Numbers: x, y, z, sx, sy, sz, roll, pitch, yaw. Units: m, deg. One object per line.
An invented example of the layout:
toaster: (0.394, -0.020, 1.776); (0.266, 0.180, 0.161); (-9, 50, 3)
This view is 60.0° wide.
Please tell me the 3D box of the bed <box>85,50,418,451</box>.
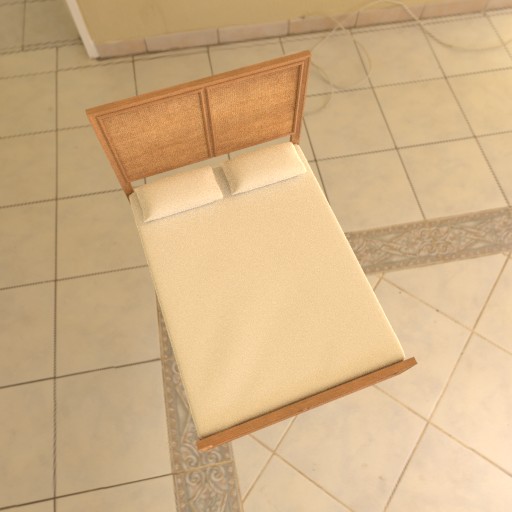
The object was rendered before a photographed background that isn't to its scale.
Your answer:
bed: (0.000, 0.000, 3.251); (1.606, 1.387, 2.184); (-19, 67, -8)
